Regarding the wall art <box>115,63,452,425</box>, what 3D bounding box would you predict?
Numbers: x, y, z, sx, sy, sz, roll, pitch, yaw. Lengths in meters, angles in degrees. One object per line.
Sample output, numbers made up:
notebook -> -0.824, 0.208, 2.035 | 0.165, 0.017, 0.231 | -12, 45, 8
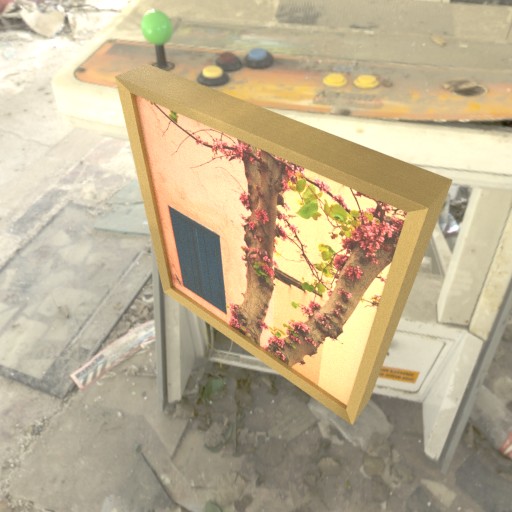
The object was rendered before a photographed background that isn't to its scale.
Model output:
wall art -> 0.000, 0.000, 0.458 | 0.304, 0.305, 0.038 | 30, 52, 27
